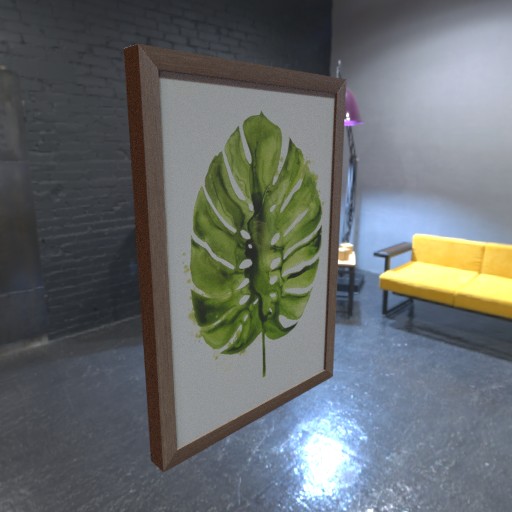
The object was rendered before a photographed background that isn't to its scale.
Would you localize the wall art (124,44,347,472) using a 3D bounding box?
[{"bbox_3d":[0.000,0.000,0.641,0.358,0.510,0.032,-13,19,-42],"label":"wall art"}]
